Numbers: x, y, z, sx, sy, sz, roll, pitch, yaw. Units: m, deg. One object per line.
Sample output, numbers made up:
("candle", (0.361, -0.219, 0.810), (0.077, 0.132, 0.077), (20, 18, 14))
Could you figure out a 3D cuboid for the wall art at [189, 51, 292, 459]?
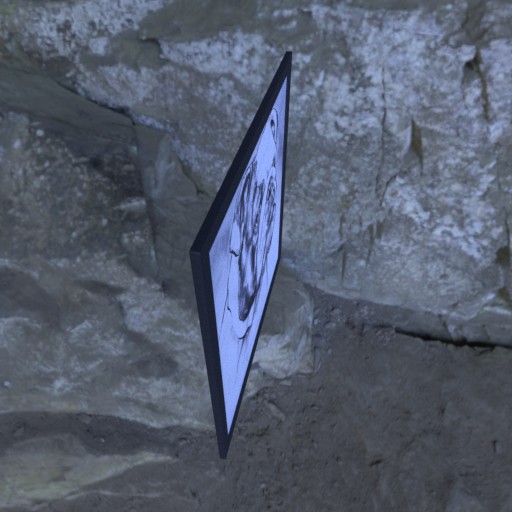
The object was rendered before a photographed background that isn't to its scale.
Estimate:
("wall art", (0.000, 0.000, 0.848), (0.012, 0.558, 0.562), (9, 46, 9))
